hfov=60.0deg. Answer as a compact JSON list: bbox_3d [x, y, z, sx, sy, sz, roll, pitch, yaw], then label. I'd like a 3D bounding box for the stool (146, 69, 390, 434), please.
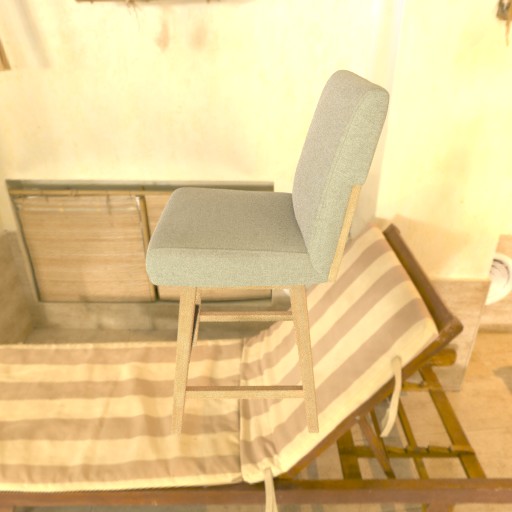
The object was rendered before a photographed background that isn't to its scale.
[{"bbox_3d":[0.000,0.000,1.429,0.606,1.085,0.507,0,28,0],"label":"stool"}]
